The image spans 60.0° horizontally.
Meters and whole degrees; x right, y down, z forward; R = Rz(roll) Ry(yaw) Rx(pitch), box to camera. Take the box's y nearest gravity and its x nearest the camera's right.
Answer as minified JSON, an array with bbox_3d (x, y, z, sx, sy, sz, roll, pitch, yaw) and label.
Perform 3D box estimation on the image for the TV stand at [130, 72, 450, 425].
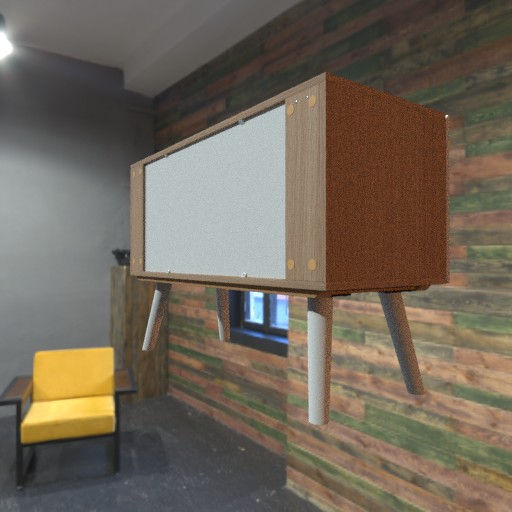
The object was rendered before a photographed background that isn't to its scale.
[{"bbox_3d":[0.000,0.000,1.322,0.407,0.660,0.991,0,-1,-36],"label":"TV stand"}]
